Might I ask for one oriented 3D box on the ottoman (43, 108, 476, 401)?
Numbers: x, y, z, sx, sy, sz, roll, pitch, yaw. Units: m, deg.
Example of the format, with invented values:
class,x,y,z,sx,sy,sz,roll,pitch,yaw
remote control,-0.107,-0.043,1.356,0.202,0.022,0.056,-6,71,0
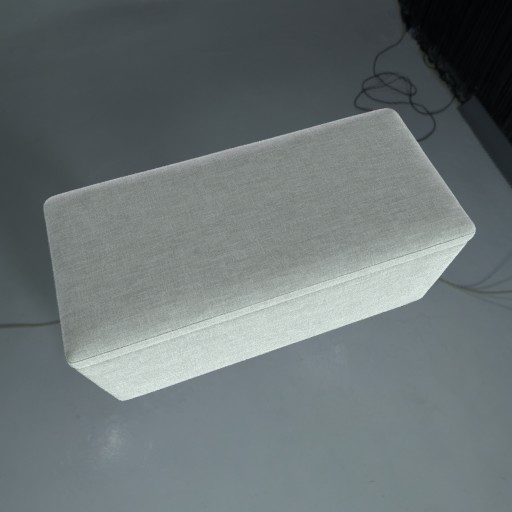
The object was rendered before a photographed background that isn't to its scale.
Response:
class,x,y,z,sx,sy,sz,roll,pitch,yaw
ottoman,0.000,0.000,1.138,0.902,0.432,0.419,-17,63,-9
